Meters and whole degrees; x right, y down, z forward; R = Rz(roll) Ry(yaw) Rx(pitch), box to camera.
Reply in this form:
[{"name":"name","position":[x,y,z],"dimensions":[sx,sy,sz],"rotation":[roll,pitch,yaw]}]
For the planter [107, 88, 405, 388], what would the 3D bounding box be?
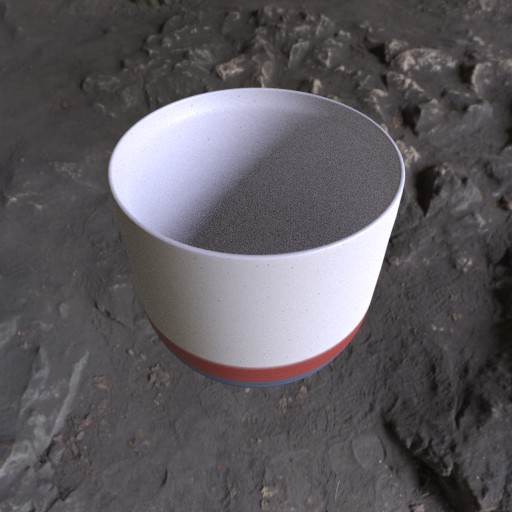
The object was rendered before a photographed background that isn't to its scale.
[{"name":"planter","position":[0.000,0.000,0.501],"dimensions":[0.268,0.270,0.268],"rotation":[0,46,0]}]
